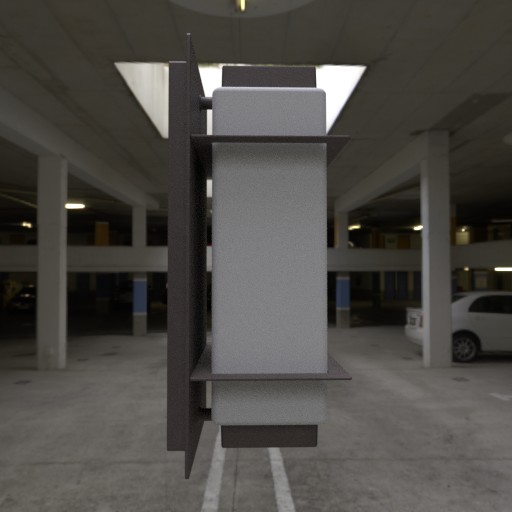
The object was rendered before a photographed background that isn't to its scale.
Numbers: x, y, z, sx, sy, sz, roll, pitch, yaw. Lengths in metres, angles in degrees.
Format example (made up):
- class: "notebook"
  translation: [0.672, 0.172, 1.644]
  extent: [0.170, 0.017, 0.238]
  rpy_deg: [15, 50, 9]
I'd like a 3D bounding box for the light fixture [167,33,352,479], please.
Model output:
- class: "light fixture"
  translation: [0.000, 0.000, 0.420]
  extent: [0.146, 0.347, 0.153]
  rpy_deg: [0, -1, -1]
